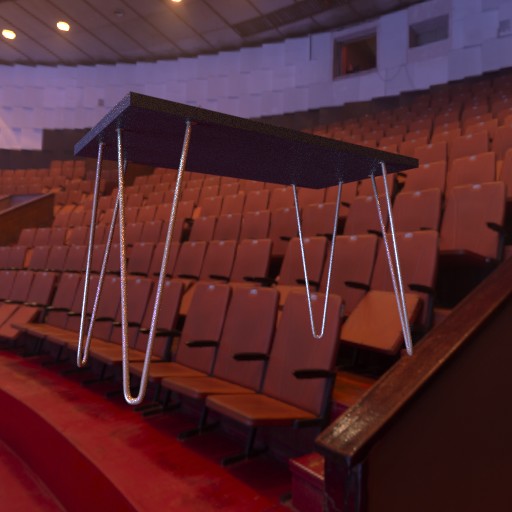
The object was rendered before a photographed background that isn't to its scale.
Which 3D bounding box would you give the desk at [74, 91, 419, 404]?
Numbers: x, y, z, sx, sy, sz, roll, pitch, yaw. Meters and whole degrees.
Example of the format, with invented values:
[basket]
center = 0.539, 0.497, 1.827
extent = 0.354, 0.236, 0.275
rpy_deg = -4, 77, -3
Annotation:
[desk]
center = 0.000, 0.000, 1.407
extent = 0.991, 0.660, 0.499
rpy_deg = 1, -2, -35
